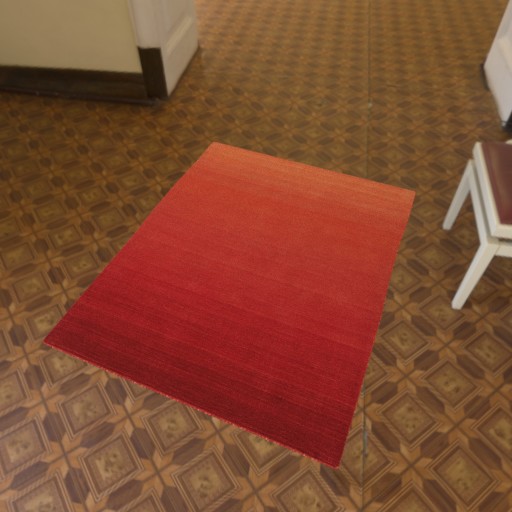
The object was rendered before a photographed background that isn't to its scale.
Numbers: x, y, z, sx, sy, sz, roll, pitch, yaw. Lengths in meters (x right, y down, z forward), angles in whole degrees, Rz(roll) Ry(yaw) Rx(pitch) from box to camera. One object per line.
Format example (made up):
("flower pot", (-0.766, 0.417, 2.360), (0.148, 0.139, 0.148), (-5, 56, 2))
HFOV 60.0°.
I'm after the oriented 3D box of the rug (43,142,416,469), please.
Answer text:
("rug", (0.000, 0.000, 3.953), (2.340, 0.028, 2.905), (17, 50, 15))
